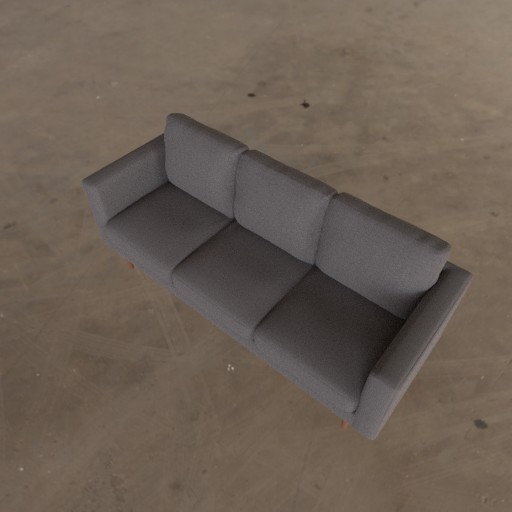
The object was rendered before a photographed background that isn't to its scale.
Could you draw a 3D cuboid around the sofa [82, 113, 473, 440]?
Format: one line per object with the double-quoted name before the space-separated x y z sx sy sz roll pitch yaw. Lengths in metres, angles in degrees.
"sofa" 0.000 0.000 2.491 2.029 0.912 0.802 32 55 25
